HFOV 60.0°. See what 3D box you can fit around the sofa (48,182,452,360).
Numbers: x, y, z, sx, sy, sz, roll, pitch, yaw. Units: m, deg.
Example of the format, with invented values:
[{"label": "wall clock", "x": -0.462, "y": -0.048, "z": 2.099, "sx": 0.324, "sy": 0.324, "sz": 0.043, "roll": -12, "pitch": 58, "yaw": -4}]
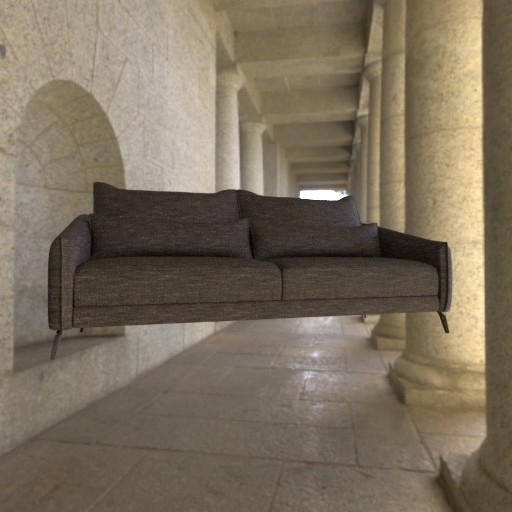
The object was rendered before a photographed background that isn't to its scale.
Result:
[{"label": "sofa", "x": 0.000, "y": 0.000, "z": 2.438, "sx": 2.019, "sy": 0.843, "sz": 0.807, "roll": 0, "pitch": -1, "yaw": -19}]
